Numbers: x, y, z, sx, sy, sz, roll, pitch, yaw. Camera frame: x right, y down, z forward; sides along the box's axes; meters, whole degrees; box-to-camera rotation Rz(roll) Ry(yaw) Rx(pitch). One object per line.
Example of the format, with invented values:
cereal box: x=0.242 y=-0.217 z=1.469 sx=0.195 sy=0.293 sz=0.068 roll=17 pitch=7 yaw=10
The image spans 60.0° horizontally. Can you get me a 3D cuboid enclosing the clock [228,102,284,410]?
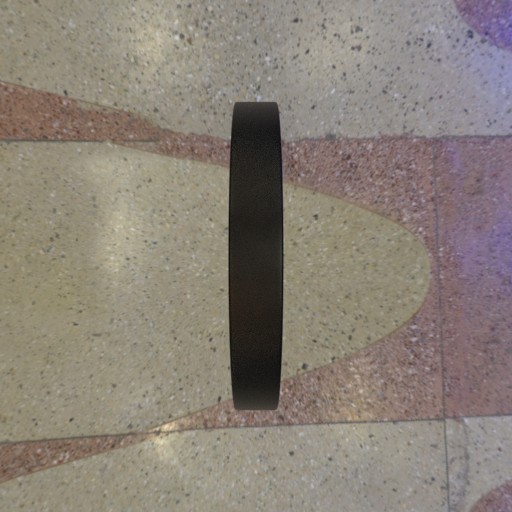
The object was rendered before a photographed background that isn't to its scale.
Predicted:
clock: x=0.000 y=0.000 z=0.477 sx=0.040 sy=0.314 sz=0.314 roll=0 pitch=89 yaw=0
